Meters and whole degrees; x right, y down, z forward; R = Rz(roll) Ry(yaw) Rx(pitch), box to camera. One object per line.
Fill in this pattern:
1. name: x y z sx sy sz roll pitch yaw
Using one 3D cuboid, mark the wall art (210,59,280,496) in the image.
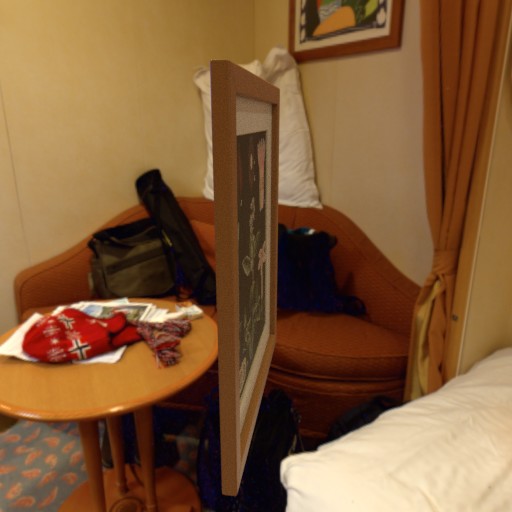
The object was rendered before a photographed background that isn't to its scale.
1. wall art: 0.000 0.000 0.508 0.015 0.379 0.310 3 17 9
